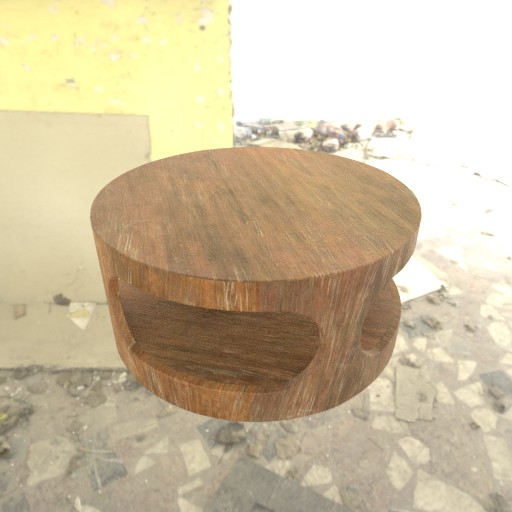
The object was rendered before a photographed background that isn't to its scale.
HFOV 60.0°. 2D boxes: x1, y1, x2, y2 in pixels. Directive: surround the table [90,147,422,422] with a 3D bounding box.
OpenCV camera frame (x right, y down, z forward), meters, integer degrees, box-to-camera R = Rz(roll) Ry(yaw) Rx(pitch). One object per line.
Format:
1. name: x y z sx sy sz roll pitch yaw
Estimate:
1. table: 0.000 0.000 1.481 0.974 0.450 0.974 0 30 0
